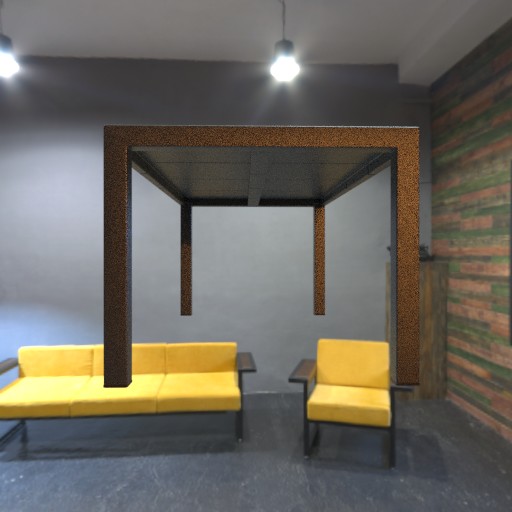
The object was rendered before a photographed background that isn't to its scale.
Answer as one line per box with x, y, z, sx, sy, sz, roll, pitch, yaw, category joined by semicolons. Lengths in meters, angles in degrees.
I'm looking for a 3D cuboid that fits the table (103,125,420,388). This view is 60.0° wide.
0.000;0.000;1.261;0.559;0.460;0.965;0;0;-1;table
